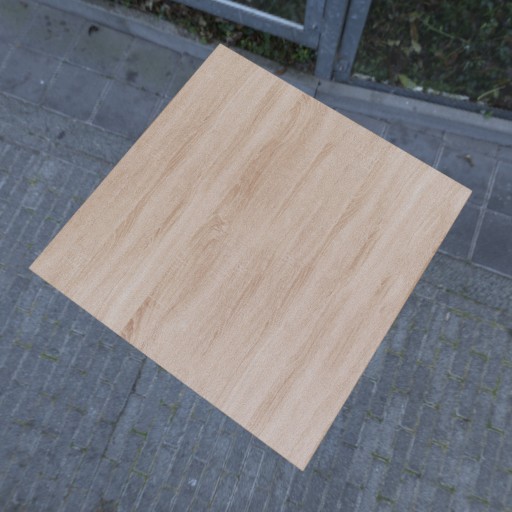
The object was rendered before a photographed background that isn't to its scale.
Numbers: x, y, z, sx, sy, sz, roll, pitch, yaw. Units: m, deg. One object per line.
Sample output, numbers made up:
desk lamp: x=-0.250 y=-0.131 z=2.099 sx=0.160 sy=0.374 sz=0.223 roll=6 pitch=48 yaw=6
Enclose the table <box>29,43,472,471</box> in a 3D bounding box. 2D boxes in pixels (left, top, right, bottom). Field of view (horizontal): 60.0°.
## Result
table: x=0.000 y=0.000 z=1.186 sx=0.700 sy=0.450 sz=0.700 roll=34 pitch=77 yaw=9
